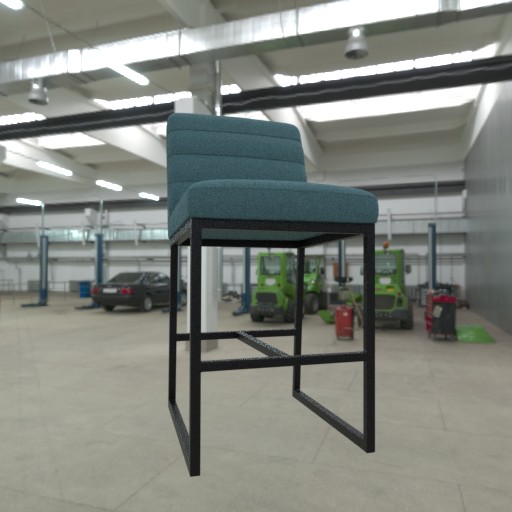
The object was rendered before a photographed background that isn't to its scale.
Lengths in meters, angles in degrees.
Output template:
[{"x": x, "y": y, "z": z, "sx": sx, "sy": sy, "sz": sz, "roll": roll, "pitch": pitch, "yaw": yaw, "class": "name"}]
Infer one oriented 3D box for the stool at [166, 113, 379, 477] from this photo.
[{"x": 0.000, "y": 0.000, "z": 1.243, "sx": 0.460, "sy": 0.940, "sz": 0.560, "roll": 0, "pitch": -2, "yaw": -17, "class": "stool"}]
